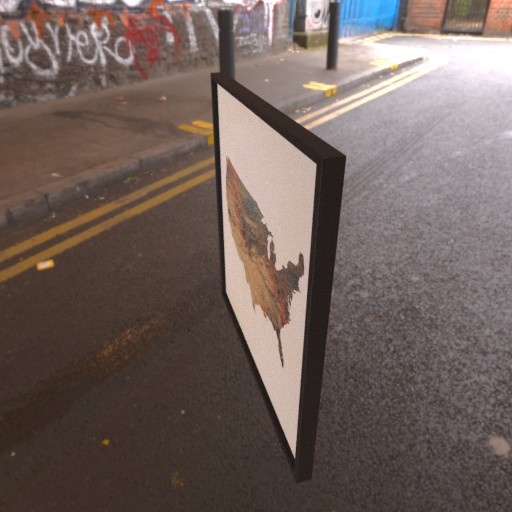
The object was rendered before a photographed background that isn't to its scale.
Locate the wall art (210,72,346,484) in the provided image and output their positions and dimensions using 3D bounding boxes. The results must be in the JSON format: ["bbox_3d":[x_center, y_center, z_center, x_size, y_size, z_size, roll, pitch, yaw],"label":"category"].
[{"bbox_3d":[0.000,0.000,1.127,0.038,0.762,0.762,-9,32,-14],"label":"wall art"}]
